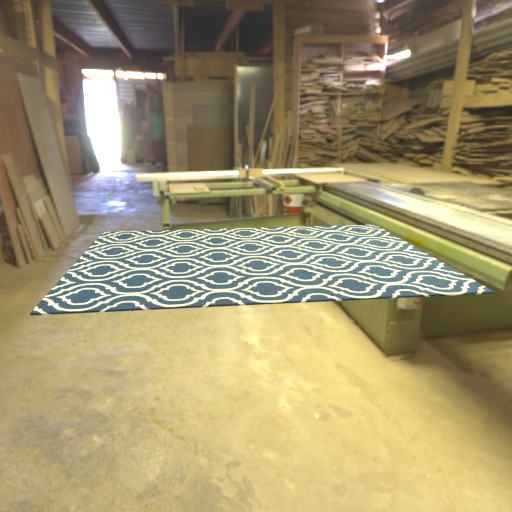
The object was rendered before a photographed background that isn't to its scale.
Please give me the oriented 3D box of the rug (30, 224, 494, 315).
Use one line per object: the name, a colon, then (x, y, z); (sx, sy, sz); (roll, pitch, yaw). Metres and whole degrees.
rug: (0.000, 0.000, 2.737); (2.134, 0.010, 1.524); (-2, 17, -7)
